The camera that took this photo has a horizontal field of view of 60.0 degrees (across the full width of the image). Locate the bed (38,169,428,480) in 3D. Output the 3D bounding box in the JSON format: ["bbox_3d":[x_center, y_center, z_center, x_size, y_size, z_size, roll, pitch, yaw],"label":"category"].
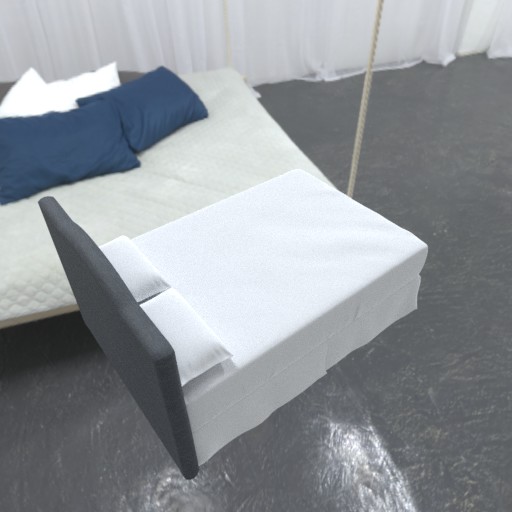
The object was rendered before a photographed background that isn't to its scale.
[{"bbox_3d":[0.000,0.000,3.520,2.507,1.441,1.747,-28,48,-28],"label":"bed"}]
